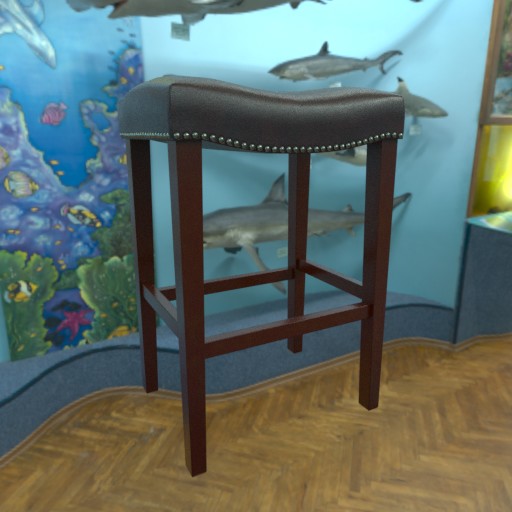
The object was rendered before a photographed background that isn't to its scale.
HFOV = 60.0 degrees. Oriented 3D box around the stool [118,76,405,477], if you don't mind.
[{"bbox_3d":[0.000,0.000,1.022,0.504,0.742,0.372,-8,17,-27],"label":"stool"}]
